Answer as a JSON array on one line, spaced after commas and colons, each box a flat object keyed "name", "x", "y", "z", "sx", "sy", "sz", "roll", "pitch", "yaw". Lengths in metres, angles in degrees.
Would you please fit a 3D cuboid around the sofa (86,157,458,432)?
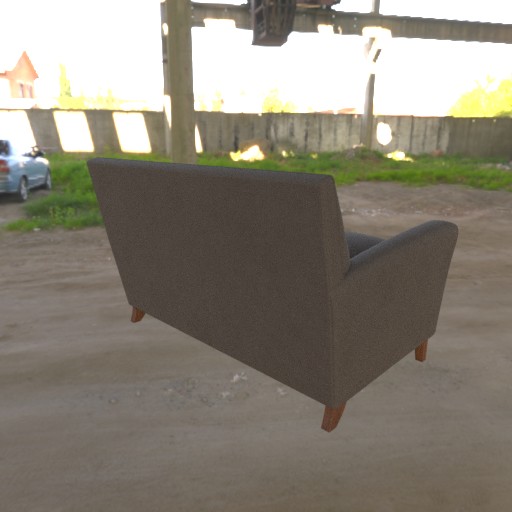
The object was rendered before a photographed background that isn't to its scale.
[{"name": "sofa", "x": 0.000, "y": 0.000, "z": 1.984, "sx": 0.871, "sy": 0.846, "sz": 1.420, "roll": -15, "pitch": 21, "yaw": -43}]
